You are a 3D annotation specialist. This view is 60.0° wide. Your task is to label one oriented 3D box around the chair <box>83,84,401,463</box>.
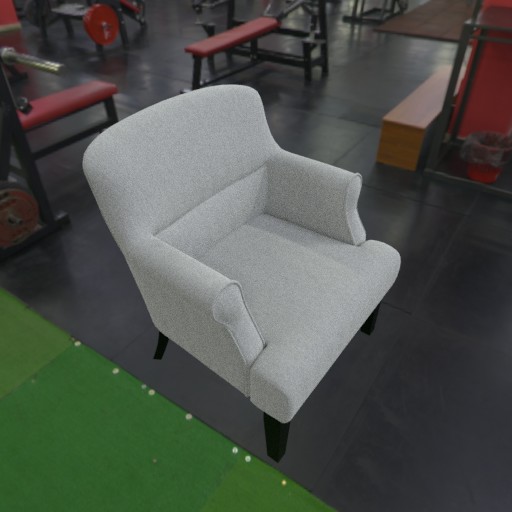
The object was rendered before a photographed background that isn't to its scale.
[{"bbox_3d":[0.000,0.000,1.460,0.750,0.875,0.781,25,46,28],"label":"chair"}]
